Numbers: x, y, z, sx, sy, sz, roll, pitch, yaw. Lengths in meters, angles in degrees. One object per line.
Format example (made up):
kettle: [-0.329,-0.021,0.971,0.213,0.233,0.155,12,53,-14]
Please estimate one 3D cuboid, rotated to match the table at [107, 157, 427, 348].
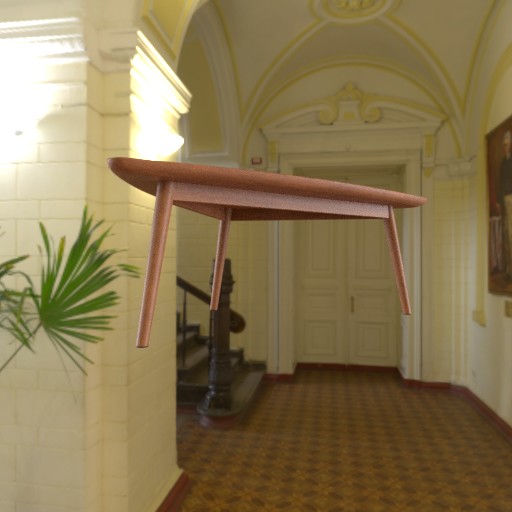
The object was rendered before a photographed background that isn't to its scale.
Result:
table: [0.000,0.000,1.307,1.008,0.365,0.601,0,0,-36]
